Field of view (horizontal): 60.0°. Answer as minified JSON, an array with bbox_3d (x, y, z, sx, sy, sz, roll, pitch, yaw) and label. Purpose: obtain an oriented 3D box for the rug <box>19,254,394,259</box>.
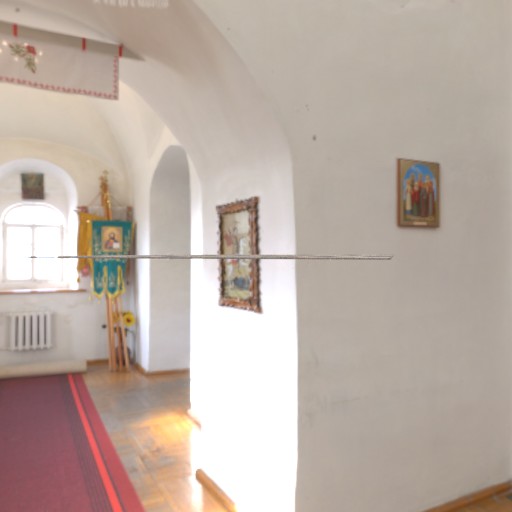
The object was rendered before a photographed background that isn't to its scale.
[{"bbox_3d":[0.000,0.000,4.133,2.451,0.011,3.072,0,0,18],"label":"rug"}]
